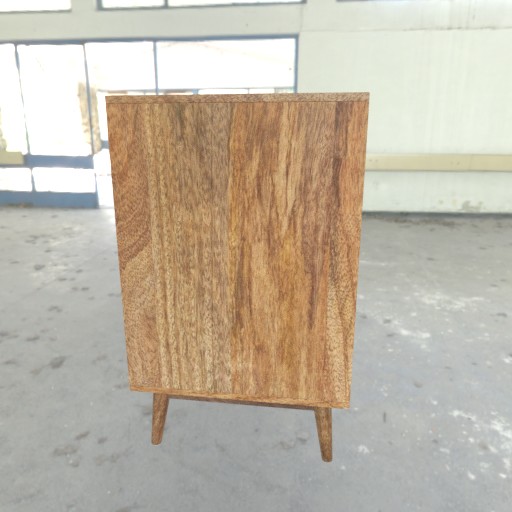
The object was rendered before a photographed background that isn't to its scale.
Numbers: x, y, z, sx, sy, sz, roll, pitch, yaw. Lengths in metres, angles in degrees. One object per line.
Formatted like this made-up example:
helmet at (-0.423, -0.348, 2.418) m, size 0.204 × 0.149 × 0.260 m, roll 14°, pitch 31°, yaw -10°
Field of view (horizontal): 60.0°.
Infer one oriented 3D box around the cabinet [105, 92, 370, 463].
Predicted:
cabinet at (0.000, 0.000, 1.174) m, size 0.473 × 0.758 × 0.647 m, roll 2°, pitch 16°, yaw 8°
